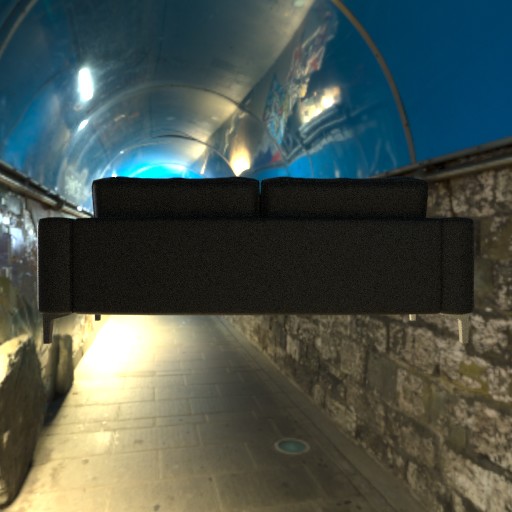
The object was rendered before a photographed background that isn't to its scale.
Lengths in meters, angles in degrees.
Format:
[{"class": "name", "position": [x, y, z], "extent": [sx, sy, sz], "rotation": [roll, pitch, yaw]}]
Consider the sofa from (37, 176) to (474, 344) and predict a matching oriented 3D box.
[{"class": "sofa", "position": [0.000, 0.000, 2.665], "extent": [2.275, 0.893, 0.833], "rotation": [0, 1, 0]}]
